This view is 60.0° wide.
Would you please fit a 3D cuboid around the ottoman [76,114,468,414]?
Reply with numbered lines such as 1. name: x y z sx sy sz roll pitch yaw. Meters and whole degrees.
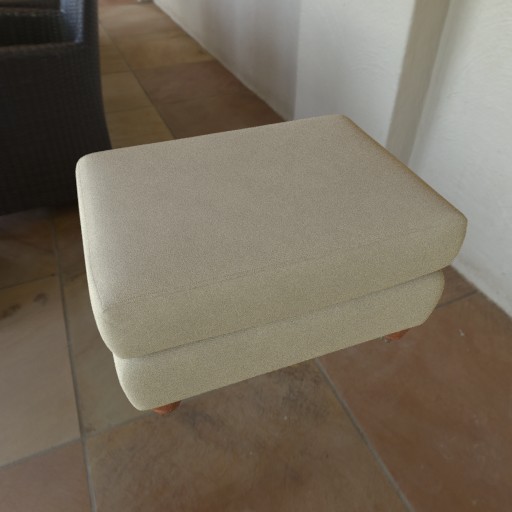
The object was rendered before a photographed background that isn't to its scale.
1. ottoman: 0.000 0.000 1.133 0.773 0.504 0.569 -14 43 -15
